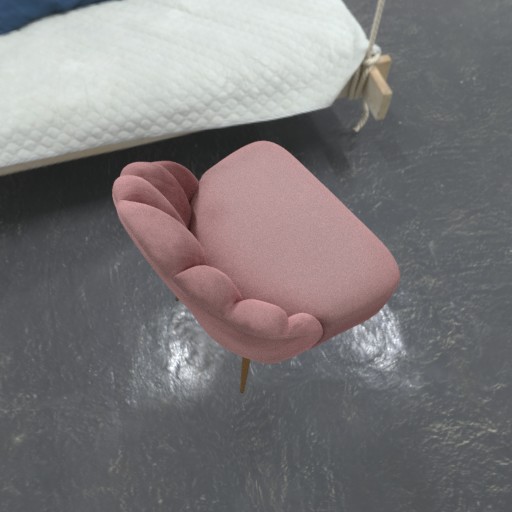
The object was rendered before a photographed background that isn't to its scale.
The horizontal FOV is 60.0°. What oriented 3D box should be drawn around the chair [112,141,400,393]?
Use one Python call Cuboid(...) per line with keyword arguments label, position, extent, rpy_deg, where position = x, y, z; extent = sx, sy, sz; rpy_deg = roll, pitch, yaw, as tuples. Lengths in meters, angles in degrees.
Cuboid(label="chair", position=(0.000, 0.000, 1.287), extent=(0.599, 0.819, 0.657), rpy_deg=(-33, 66, -17))
